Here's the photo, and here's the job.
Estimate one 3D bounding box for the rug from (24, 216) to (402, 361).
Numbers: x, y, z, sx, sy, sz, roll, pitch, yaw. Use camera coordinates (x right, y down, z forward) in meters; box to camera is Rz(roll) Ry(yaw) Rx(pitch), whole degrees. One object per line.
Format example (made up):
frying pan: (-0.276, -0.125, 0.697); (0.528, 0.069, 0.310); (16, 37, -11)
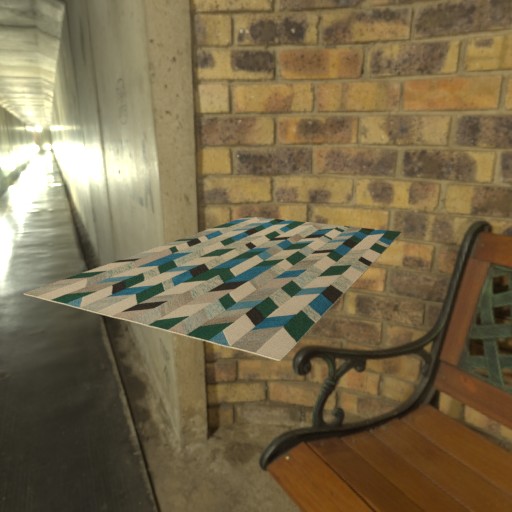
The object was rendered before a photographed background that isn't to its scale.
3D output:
rug: (0.000, 0.000, 3.042); (1.507, 0.007, 2.433); (8, 18, 27)
